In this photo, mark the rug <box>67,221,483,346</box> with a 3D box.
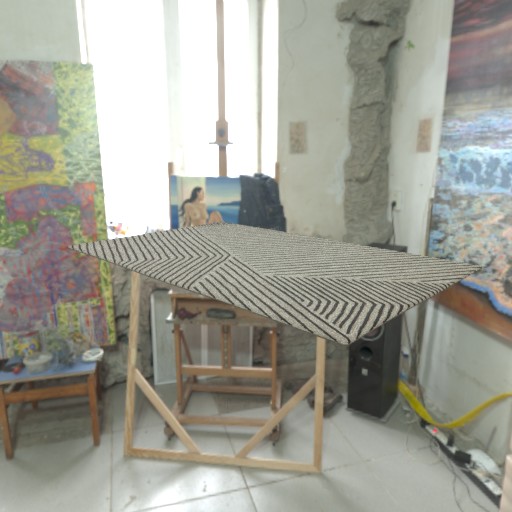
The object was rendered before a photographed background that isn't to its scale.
[{"bbox_3d":[0.000,0.000,2.994,2.406,0.023,1.539,13,19,42],"label":"rug"}]
